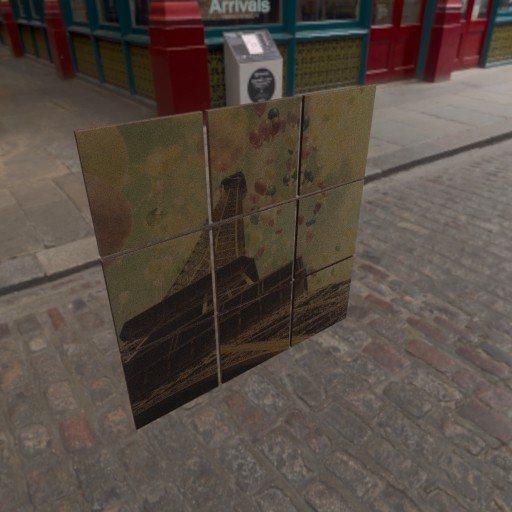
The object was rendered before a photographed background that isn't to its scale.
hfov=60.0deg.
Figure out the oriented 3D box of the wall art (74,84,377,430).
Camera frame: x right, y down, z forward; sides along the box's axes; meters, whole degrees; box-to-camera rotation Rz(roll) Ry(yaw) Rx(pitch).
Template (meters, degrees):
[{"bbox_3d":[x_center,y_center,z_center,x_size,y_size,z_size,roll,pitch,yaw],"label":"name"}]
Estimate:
[{"bbox_3d":[0.000,0.000,1.869,1.256,1.246,0.017,-21,36,-31],"label":"wall art"}]
